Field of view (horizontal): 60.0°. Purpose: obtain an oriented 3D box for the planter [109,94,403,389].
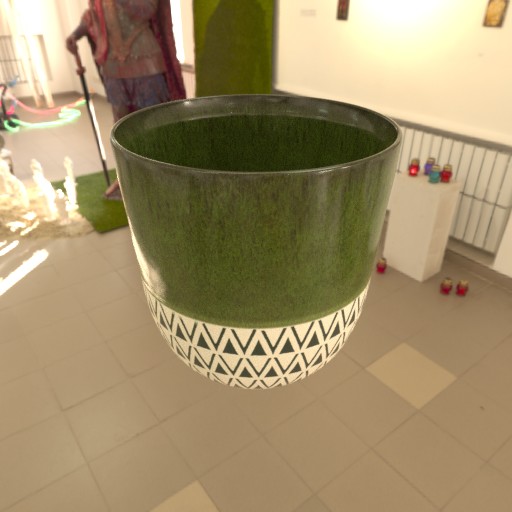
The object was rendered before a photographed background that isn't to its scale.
[{"bbox_3d":[0.000,0.000,0.454,0.245,0.270,0.245,0,31,0],"label":"planter"}]
